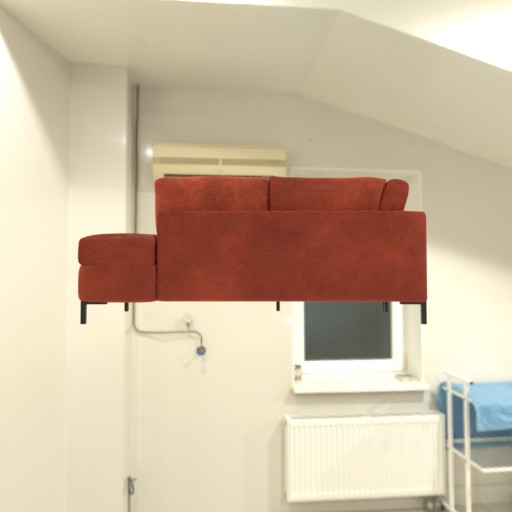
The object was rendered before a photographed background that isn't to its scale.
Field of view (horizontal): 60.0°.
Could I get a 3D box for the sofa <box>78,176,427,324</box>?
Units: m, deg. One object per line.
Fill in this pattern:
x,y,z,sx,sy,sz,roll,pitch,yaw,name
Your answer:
0.000,0.000,3.908,1.981,0.858,2.971,0,-2,1,sofa
